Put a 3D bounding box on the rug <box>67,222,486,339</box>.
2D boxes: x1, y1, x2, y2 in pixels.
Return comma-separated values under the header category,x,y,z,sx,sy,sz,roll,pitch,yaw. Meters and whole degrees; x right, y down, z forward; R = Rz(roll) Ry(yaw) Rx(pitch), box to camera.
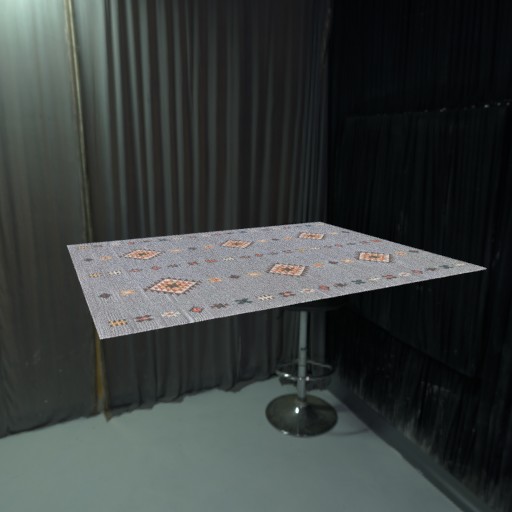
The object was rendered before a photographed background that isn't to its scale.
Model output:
category,x,y,z,sx,sy,sz,roll,pitch,yaw
rug,0.000,0.000,4.048,3.035,0.008,2.425,-7,16,-25
